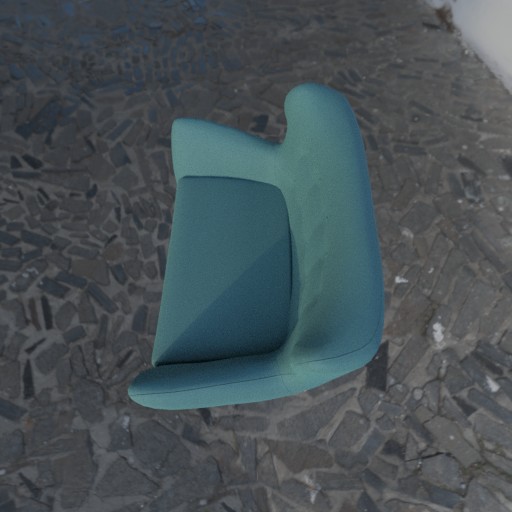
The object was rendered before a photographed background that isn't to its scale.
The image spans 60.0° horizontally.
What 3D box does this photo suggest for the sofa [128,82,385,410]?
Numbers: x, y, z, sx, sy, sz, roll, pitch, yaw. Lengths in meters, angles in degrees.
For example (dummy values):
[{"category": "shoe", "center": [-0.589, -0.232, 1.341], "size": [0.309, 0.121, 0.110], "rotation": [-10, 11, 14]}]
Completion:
[{"category": "sofa", "center": [0.000, 0.000, 2.004], "size": [0.889, 0.889, 1.397], "rotation": [1, 59, 1]}]
